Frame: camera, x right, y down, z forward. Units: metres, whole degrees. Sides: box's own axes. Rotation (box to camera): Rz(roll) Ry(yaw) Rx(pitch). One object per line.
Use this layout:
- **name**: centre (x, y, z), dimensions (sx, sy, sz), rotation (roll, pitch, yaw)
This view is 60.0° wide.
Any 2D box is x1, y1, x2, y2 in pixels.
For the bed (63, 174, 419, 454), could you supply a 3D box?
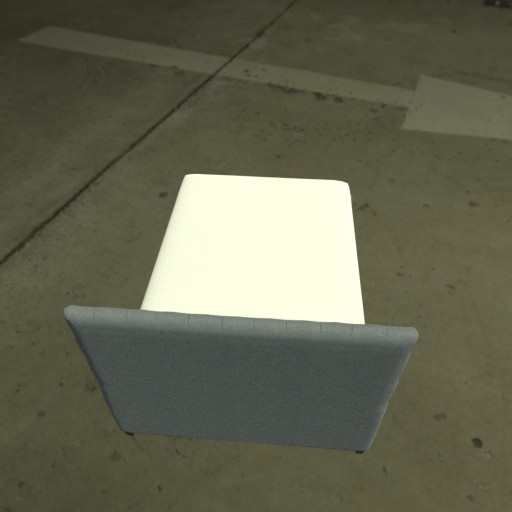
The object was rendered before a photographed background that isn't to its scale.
- **bed**: centre (0.000, 0.000, 3.361), dimensions (1.698, 1.411, 2.335), rotation (3, 46, 3)
